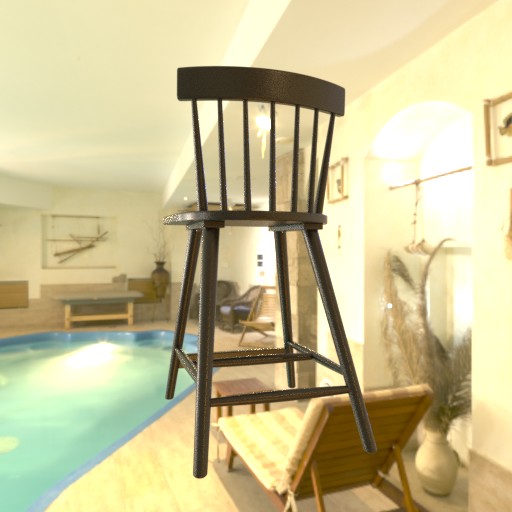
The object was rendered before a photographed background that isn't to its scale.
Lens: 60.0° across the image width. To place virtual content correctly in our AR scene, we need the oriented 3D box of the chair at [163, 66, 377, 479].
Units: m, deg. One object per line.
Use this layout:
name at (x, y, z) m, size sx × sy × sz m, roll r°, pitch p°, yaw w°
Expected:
chair at (0.000, 0.000, 1.275) m, size 0.483 × 0.952 × 0.572 m, roll 0°, pitch 0°, yaw -17°
